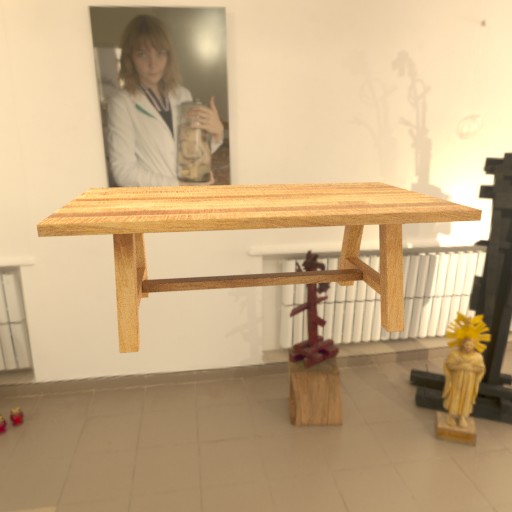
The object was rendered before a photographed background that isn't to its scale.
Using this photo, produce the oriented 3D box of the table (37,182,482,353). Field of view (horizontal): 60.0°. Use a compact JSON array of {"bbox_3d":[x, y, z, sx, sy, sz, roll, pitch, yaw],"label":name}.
[{"bbox_3d":[0.000,0.000,1.715,1.320,0.455,0.760,-3,16,-9],"label":"table"}]
